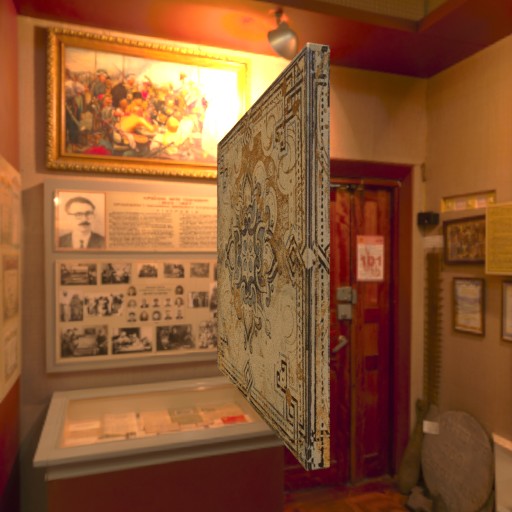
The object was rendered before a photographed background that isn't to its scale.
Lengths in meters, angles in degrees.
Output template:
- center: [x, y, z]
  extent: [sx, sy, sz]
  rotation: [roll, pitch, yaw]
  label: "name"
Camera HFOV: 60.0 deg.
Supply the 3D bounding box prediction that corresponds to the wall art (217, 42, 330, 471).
- center: [0.000, 0.000, 0.922]
  extent: [0.036, 0.607, 0.609]
  rotation: [0, 0, -17]
  label: "wall art"
